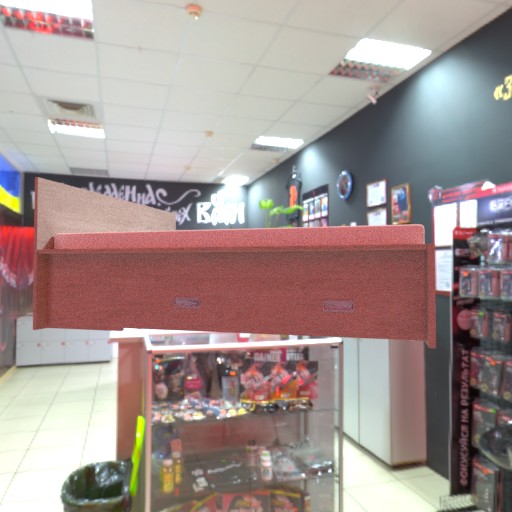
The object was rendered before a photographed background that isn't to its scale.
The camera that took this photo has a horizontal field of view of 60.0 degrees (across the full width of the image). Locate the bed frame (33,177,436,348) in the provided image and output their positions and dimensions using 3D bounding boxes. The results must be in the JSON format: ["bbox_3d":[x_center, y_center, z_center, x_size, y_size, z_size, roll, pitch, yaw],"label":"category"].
[{"bbox_3d":[0.000,0.000,2.835,1.960,0.800,1.622,0,-2,16],"label":"bed frame"}]
